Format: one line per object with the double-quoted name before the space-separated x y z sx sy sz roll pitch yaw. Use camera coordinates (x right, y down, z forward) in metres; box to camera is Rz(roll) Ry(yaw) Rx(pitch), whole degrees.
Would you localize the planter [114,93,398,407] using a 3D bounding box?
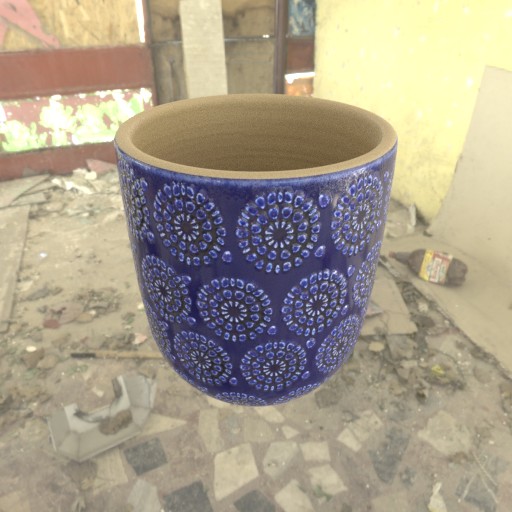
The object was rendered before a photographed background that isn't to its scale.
"planter" 0.000 0.000 0.347 0.184 0.206 0.184 0 32 0
